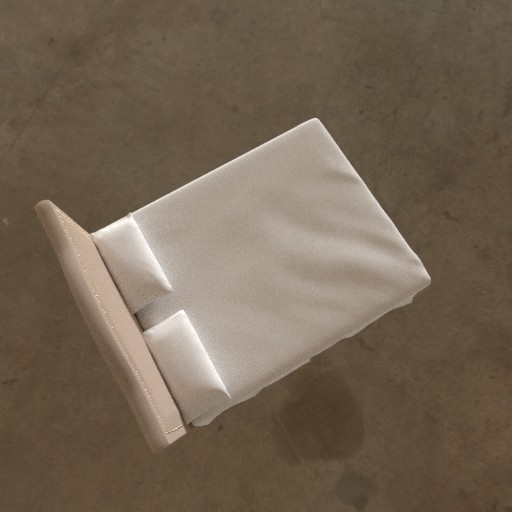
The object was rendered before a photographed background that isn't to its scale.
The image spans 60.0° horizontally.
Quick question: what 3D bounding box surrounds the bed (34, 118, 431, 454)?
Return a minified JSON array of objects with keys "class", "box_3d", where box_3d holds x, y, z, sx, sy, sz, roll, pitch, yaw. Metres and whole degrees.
[{"class":"bed","box_3d":[0.000,0.000,3.370,2.282,1.436,1.821,-29,77,-8]}]
